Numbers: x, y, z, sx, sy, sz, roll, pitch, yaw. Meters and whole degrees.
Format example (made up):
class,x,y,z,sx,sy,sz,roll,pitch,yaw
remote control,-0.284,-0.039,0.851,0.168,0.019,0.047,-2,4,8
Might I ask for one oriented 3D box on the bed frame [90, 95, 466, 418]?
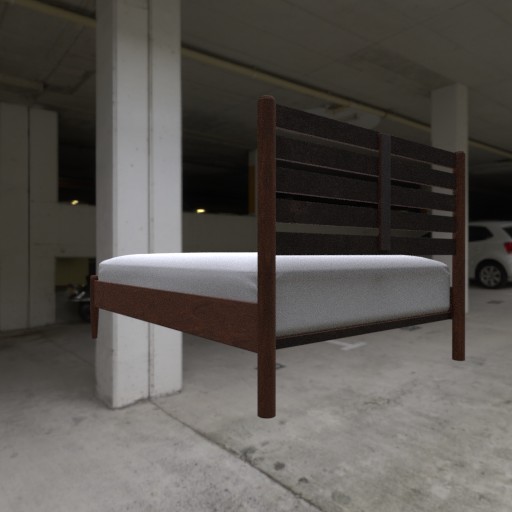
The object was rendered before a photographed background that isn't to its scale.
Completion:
class,x,y,z,sx,sy,sz,roll,pitch,yaw
bed frame,0.000,0.000,3.177,1.655,1.321,2.234,0,0,-38
